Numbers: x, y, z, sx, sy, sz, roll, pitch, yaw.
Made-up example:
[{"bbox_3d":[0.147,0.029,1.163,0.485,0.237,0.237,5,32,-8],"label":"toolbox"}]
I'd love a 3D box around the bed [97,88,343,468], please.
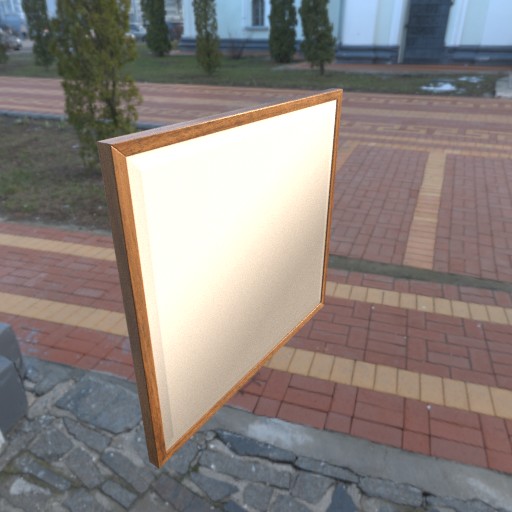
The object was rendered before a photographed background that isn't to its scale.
[{"bbox_3d":[0.000,0.000,1.461,0.043,0.940,1.041,18,32,31],"label":"bed"}]
